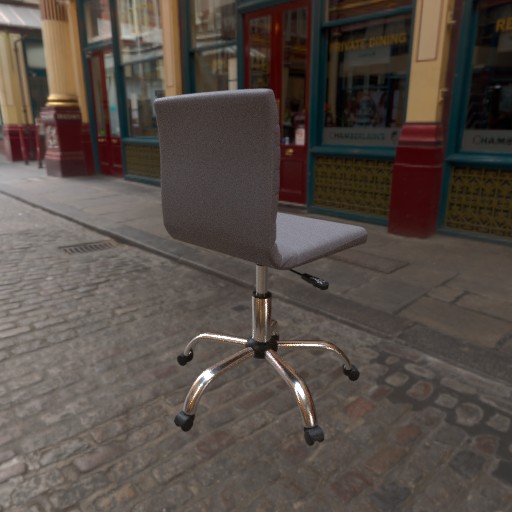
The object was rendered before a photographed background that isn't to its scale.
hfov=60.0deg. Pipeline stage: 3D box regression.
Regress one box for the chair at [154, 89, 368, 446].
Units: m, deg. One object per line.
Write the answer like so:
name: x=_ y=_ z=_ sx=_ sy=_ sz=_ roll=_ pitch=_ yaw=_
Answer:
chair: x=0.000 y=0.000 z=1.147 sx=0.530 sy=0.780 sz=0.556 roll=-15 pitch=22 yaw=-42
